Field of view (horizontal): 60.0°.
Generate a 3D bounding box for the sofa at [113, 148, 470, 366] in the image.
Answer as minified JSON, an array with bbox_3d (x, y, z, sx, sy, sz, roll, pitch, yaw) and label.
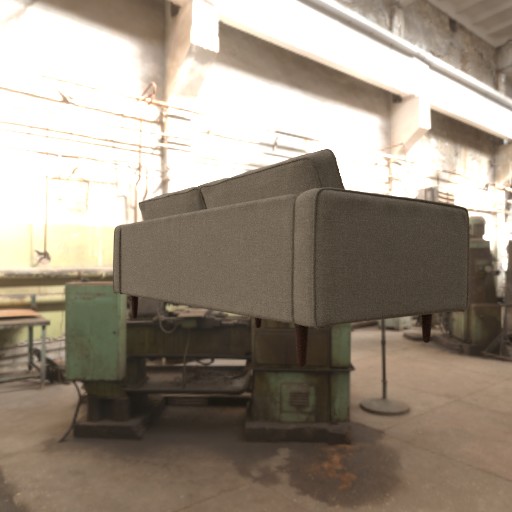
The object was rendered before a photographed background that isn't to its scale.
[{"bbox_3d":[0.000,0.000,2.348,0.914,0.762,1.879,0,-1,-36],"label":"sofa"}]
